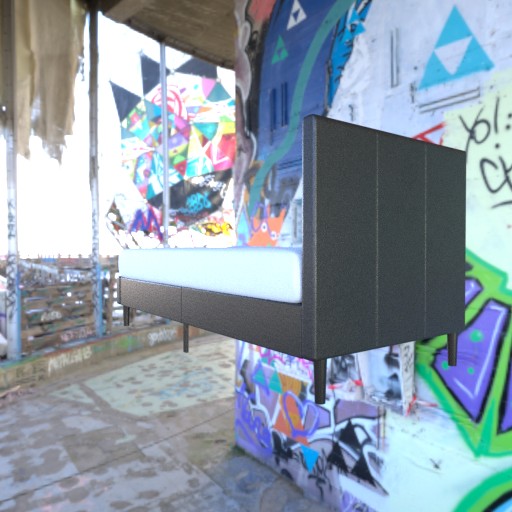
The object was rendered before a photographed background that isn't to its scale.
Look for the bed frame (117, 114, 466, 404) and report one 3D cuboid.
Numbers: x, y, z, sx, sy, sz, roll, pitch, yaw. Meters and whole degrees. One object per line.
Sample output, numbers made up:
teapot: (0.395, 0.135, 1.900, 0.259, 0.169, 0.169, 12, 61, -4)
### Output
bed frame: (0.000, 0.000, 2.569, 1.038, 1.046, 2.152, -1, 1, -36)
